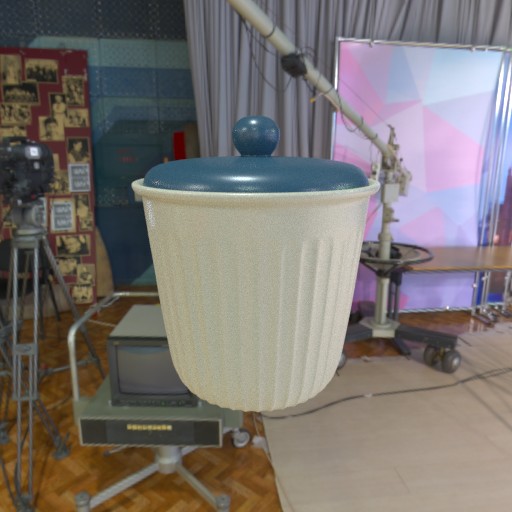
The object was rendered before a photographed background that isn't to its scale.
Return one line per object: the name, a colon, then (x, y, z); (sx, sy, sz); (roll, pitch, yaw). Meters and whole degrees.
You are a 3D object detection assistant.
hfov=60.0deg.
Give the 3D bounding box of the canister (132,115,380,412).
canister: (0.000, 0.000, 0.348); (0.181, 0.211, 0.181); (0, 15, 0)
